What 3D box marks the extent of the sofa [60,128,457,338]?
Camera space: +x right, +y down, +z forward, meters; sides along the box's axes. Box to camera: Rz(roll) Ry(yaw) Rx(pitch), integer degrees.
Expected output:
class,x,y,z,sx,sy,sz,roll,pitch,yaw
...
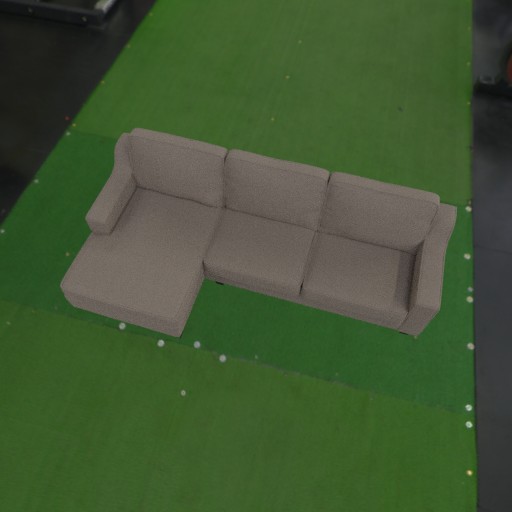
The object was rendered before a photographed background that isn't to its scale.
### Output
class,x,y,z,sx,sy,sz,roll,pitch,yaw
sofa,0.000,0.000,3.216,2.561,0.928,1.294,14,60,9
